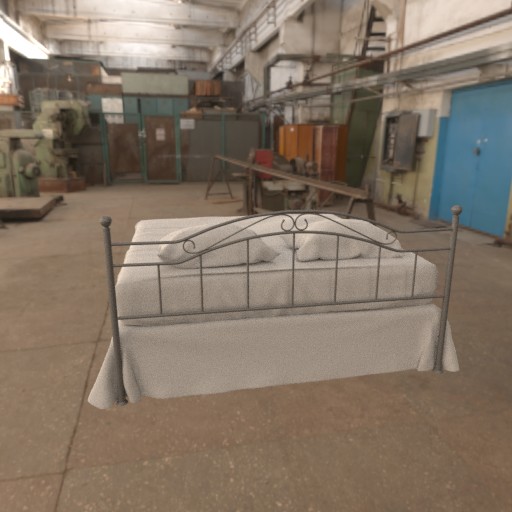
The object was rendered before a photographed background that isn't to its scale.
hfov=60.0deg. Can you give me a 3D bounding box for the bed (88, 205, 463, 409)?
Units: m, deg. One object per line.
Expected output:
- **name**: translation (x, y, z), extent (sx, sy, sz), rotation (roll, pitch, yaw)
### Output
- **bed**: translation (0.000, 0.000, 3.559), extent (2.309, 1.080, 2.220), rotation (-3, 15, -10)
